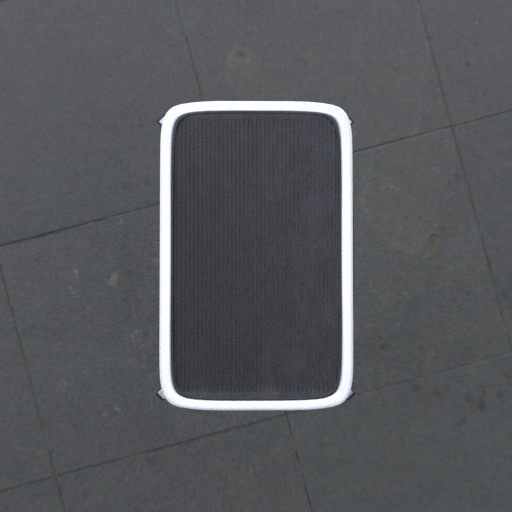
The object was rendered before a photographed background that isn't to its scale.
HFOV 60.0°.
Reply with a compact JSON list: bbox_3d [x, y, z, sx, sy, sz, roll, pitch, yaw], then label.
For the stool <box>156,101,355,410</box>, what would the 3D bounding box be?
[{"bbox_3d":[0.000,0.000,0.631,0.320,0.170,0.460,0,89,0],"label":"stool"}]
